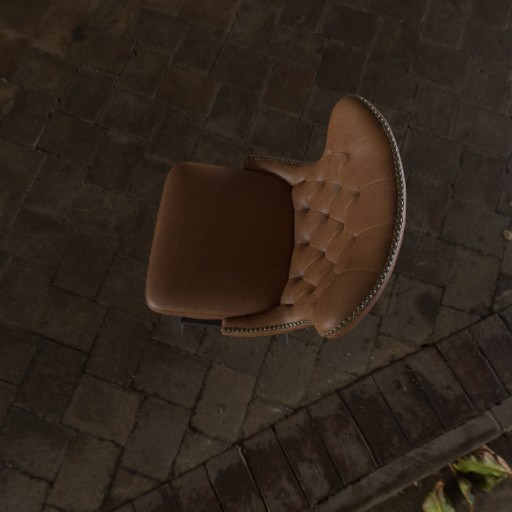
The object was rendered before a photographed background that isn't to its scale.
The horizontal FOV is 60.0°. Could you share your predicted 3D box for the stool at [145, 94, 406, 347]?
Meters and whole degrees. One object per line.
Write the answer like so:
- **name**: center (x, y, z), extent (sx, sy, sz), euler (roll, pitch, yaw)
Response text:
- **stool**: center (0.000, 0.000, 1.322), extent (0.593, 0.971, 0.528), euler (6, 74, 2)
